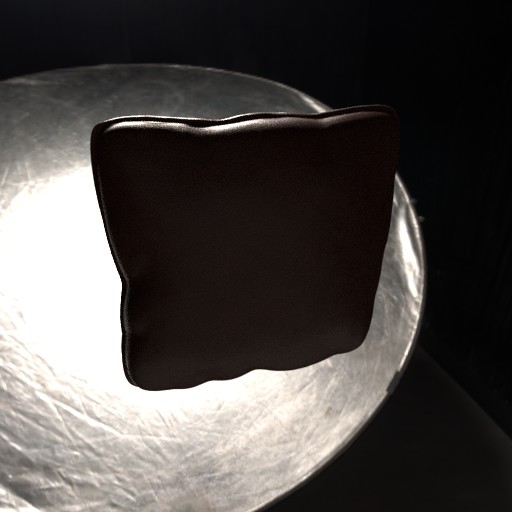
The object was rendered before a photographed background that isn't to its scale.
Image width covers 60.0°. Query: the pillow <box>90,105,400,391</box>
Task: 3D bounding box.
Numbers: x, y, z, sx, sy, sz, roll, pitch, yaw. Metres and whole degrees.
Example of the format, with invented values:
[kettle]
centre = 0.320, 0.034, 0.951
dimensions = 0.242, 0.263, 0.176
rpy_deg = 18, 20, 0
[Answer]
[pillow]
centre = 0.000, 0.000, 0.827
dimensions = 0.532, 0.523, 0.236
rpy_deg = -8, 28, -15
